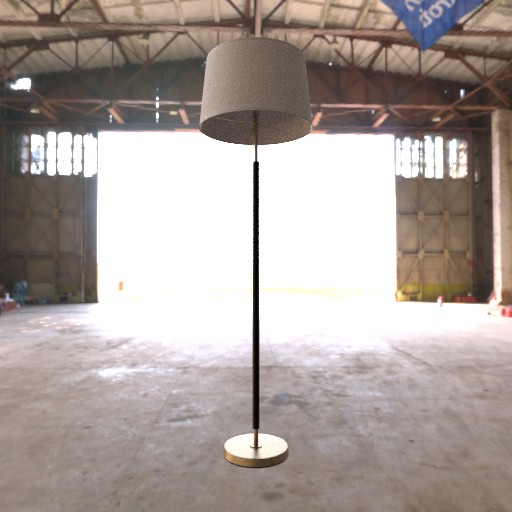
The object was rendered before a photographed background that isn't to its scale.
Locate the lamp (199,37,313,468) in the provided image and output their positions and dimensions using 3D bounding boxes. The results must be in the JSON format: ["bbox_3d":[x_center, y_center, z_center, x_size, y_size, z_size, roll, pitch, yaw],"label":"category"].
[{"bbox_3d":[0.000,0.000,1.639,0.420,1.447,0.420,0,-2,0],"label":"lamp"}]
